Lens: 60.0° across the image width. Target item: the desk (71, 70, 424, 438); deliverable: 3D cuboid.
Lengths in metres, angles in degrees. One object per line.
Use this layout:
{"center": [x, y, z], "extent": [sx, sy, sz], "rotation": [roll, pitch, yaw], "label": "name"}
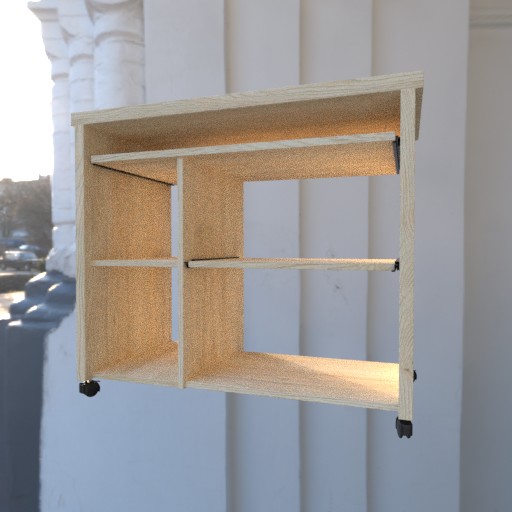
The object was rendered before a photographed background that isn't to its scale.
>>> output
{"center": [0.000, 0.000, 1.278], "extent": [0.885, 0.770, 0.480], "rotation": [0, 1, 19], "label": "desk"}
